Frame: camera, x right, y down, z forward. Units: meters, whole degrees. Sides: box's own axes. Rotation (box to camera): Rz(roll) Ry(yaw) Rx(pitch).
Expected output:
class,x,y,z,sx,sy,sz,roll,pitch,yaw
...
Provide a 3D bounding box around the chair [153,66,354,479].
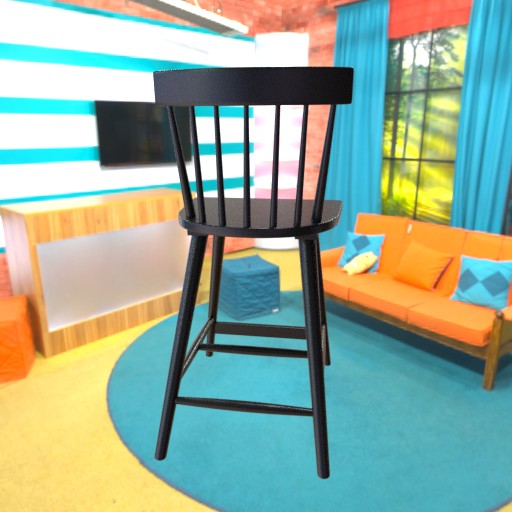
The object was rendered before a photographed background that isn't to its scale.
class,x,y,z,sx,sy,sz,roll,pitch,yaw
chair,0.000,0.000,1.244,0.483,0.952,0.572,2,16,8
